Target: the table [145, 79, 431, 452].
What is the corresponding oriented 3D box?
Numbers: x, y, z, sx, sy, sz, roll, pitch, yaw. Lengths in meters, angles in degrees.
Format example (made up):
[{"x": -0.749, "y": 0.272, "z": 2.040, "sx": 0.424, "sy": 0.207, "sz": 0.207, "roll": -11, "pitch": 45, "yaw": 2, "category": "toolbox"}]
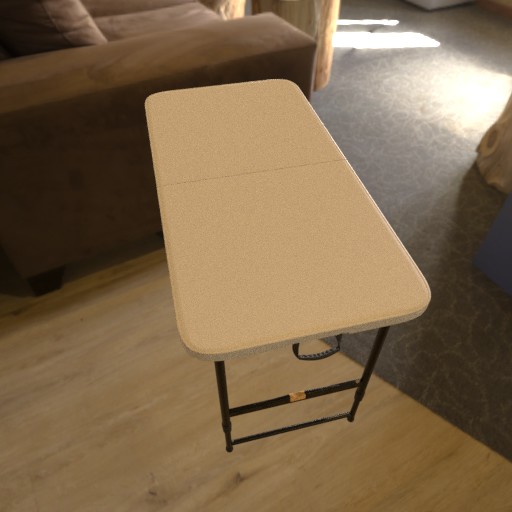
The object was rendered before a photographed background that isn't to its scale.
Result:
[{"x": 0.000, "y": 0.000, "z": 1.645, "sx": 0.611, "sy": 0.737, "sz": 1.245, "roll": -10, "pitch": 48, "yaw": -9, "category": "table"}]
